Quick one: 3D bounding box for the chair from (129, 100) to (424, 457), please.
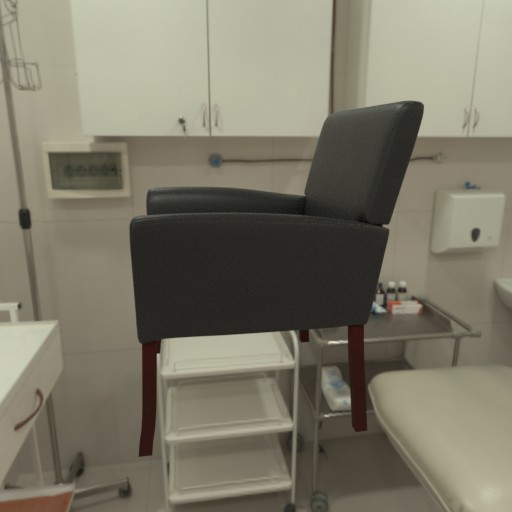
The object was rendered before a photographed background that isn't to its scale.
[{"bbox_3d":[0.000,0.000,1.478,0.772,0.951,0.683,-3,15,-9],"label":"chair"}]
